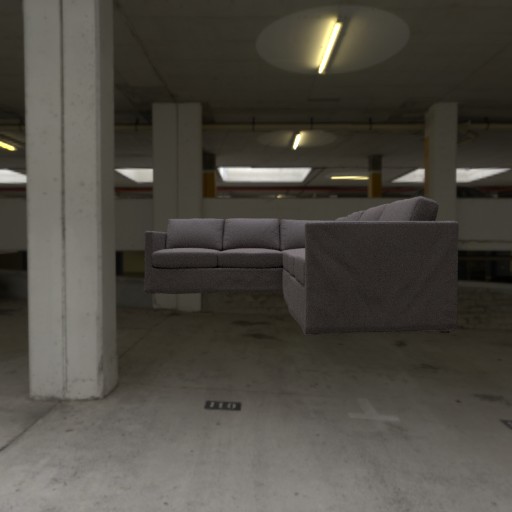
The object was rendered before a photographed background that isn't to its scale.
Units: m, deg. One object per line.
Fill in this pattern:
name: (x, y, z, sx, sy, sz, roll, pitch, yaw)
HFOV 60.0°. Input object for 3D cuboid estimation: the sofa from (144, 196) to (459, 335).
sofa: (0.000, 0.000, 4.232, 2.432, 0.871, 3.182, 0, 2, 0)
